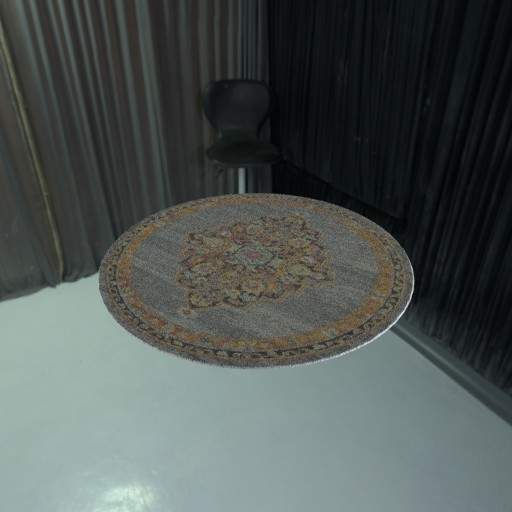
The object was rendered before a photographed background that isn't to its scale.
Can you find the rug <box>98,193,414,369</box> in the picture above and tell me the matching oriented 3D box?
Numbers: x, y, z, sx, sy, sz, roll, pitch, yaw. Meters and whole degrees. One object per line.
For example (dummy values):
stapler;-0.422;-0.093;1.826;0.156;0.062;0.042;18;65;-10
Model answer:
rug;0.000;0.000;2.342;1.598;0.010;1.598;0;32;0
